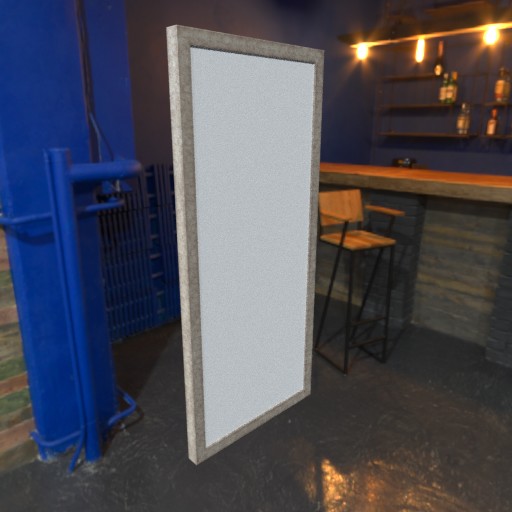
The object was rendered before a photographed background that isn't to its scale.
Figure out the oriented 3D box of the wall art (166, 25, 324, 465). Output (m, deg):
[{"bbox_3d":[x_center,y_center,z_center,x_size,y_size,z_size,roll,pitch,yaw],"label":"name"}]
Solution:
[{"bbox_3d":[0.000,0.000,1.649,0.648,1.461,0.051,-15,22,-41],"label":"wall art"}]
